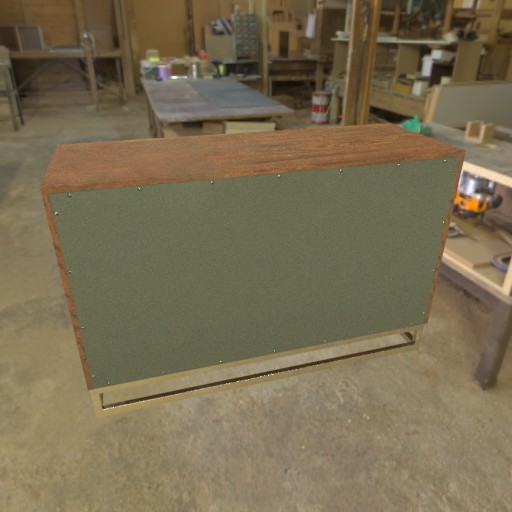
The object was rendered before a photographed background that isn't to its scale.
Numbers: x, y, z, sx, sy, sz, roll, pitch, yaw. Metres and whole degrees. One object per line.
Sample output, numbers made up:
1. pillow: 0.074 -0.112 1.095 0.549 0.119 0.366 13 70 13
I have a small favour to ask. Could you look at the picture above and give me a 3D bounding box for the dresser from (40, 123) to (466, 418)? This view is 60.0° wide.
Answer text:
1. dresser: 0.000 0.000 2.152 1.646 1.061 0.623 -8 29 -14
